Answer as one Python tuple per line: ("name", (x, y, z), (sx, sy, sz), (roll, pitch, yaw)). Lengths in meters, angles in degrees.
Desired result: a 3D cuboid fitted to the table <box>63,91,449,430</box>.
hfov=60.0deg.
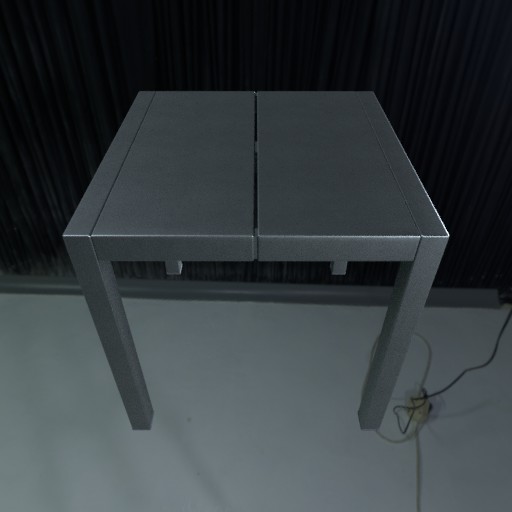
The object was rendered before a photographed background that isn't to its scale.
("table", (0.000, 0.000, 0.935), (0.508, 0.508, 0.508), (0, 41, 0))
